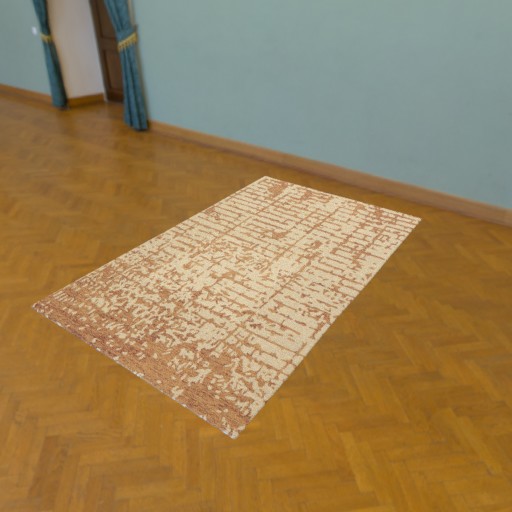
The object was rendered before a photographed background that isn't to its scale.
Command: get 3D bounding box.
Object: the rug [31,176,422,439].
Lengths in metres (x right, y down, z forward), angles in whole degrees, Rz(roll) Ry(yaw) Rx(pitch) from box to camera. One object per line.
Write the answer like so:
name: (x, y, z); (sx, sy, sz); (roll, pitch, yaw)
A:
rug: (0.000, 0.000, 3.063); (1.517, 0.011, 2.435); (21, 38, 29)
